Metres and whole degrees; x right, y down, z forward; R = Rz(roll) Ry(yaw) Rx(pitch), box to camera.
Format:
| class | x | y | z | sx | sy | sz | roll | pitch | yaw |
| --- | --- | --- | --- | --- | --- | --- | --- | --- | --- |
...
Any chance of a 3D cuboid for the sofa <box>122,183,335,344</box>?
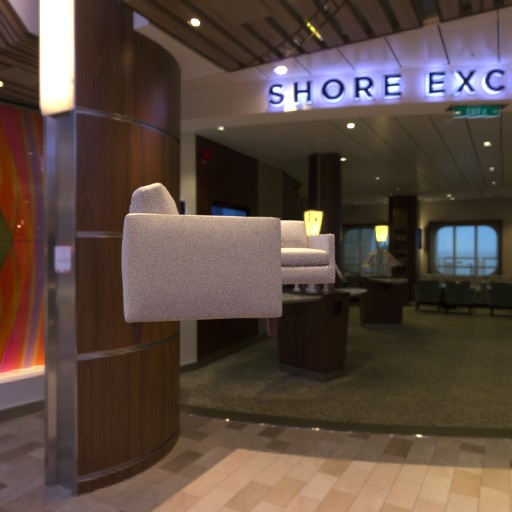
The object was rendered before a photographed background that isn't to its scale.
| class | x | y | z | sx | sy | sz | roll | pitch | yaw |
| --- | --- | --- | --- | --- | --- | --- | --- | --- | --- |
| sofa | 0.000 | 0.000 | 4.343 | 2.522 | 0.934 | 3.333 | 0 | 1 | -17 |
